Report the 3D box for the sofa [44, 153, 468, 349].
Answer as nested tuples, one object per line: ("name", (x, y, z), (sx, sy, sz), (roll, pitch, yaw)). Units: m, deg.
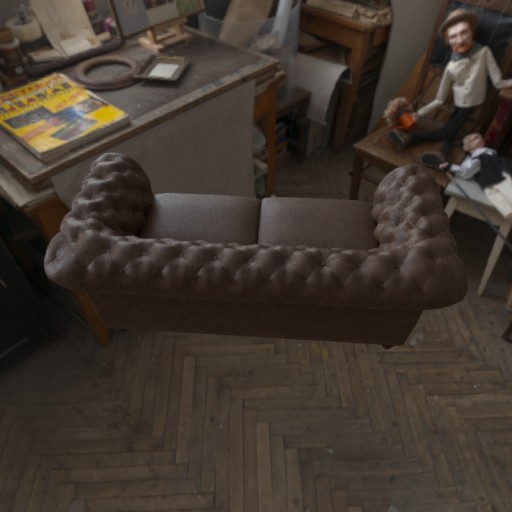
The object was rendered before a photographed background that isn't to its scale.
("sofa", (0.000, 0.000, 2.561), (2.048, 0.784, 0.955), (3, 47, 3))
